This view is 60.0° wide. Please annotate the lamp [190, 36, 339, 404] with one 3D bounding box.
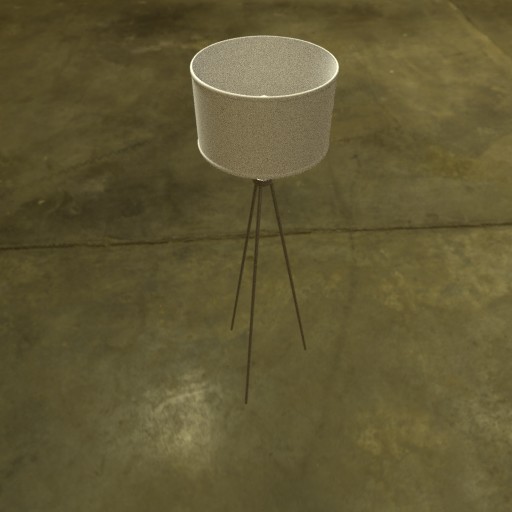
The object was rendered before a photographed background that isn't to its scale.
[{"bbox_3d":[0.000,0.000,1.781,0.458,1.545,0.448,33,54,28],"label":"lamp"}]
